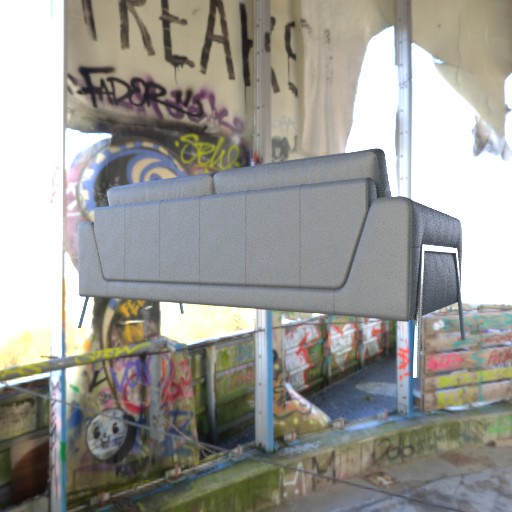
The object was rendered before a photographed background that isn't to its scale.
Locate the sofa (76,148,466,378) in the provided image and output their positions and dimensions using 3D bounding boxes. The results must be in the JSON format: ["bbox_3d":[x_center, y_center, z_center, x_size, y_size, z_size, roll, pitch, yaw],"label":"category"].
[{"bbox_3d":[0.000,0.000,2.506,2.017,0.875,0.953,0,-1,35],"label":"sofa"}]
